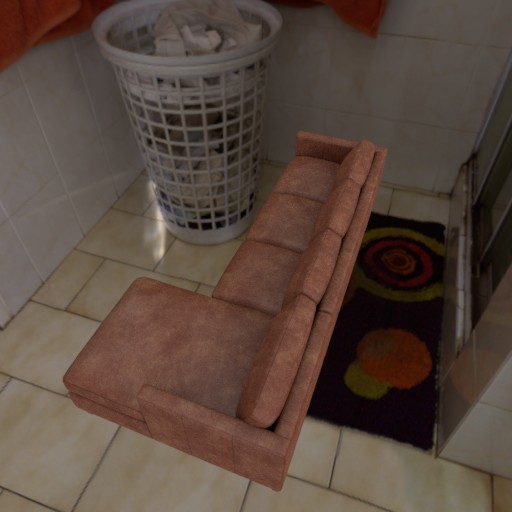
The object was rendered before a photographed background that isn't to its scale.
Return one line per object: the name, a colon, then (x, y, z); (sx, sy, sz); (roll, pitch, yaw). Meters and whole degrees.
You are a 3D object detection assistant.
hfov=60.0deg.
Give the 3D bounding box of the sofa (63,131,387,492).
sofa: (0.000, 0.000, 3.798); (1.581, 0.883, 3.203); (16, 48, 15)
